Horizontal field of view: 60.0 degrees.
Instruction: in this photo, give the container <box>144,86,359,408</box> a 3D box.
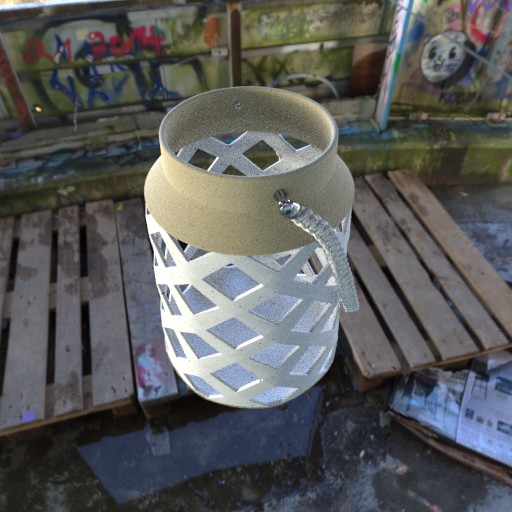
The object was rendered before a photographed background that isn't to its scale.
[{"bbox_3d":[0.000,0.000,0.406,0.198,0.264,0.188,-10,47,-10],"label":"container"}]
